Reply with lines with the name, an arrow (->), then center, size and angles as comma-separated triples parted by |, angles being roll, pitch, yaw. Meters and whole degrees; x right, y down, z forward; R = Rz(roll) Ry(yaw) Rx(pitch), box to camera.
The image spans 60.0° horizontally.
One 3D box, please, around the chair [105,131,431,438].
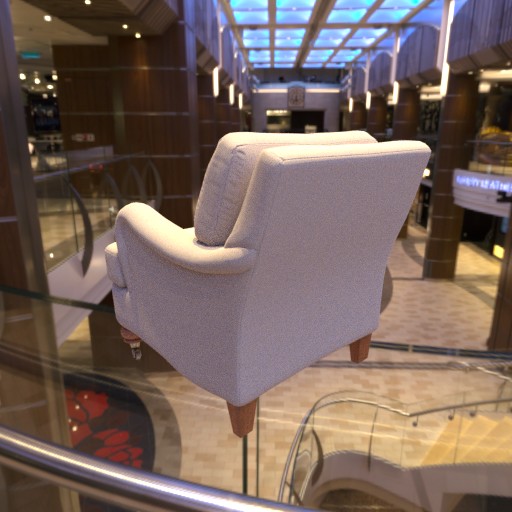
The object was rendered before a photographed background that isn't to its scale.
chair -> 0.000, 0.000, 1.911 | 0.955, 1.038, 1.070 | -15, 22, -42
